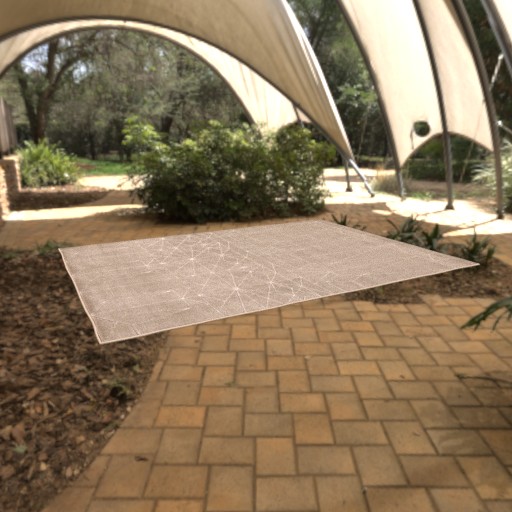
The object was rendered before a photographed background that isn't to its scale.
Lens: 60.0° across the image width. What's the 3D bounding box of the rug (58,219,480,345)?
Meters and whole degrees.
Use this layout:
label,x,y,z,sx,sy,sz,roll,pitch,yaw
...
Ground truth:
label,x,y,z,sx,sy,sz,roll,pitch,yaw
rug,0.000,0.000,4.329,3.357,0.019,2.449,-8,18,-27
